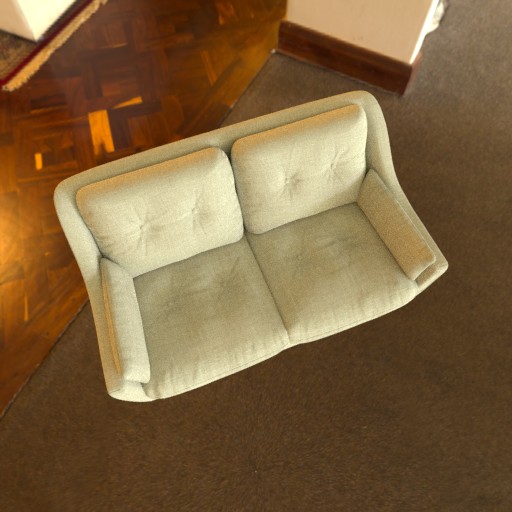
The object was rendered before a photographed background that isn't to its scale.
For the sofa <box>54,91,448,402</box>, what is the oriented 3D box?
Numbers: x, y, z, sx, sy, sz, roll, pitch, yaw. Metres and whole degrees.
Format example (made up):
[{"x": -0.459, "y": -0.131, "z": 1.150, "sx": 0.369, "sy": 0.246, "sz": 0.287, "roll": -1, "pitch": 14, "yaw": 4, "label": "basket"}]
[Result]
[{"x": 0.000, "y": 0.000, "z": 2.237, "sx": 1.652, "sy": 0.888, "sz": 0.965, "roll": -19, "pitch": 66, "yaw": -9, "label": "sofa"}]
